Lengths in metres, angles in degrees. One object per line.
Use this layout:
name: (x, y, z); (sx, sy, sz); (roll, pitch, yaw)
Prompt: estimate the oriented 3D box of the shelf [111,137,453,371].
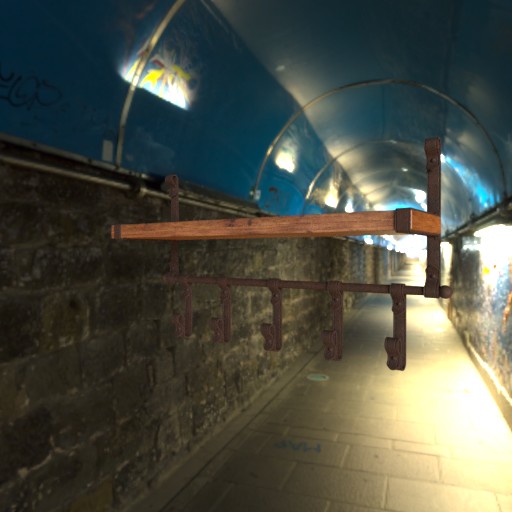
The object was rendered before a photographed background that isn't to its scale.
shelf: (0.000, 0.000, 0.715); (0.567, 0.330, 0.146); (0, 1, 35)
